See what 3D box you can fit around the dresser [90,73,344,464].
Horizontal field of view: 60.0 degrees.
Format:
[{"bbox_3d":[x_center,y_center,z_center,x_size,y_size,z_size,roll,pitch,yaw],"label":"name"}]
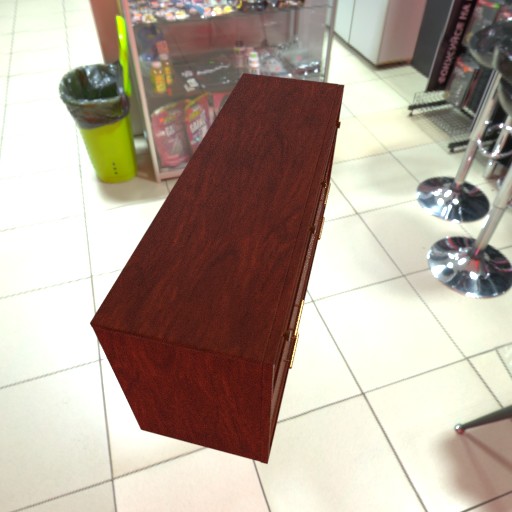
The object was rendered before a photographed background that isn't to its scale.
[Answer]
[{"bbox_3d":[0.000,0.000,1.900,0.500,0.889,1.472,11,48,10],"label":"dresser"}]
